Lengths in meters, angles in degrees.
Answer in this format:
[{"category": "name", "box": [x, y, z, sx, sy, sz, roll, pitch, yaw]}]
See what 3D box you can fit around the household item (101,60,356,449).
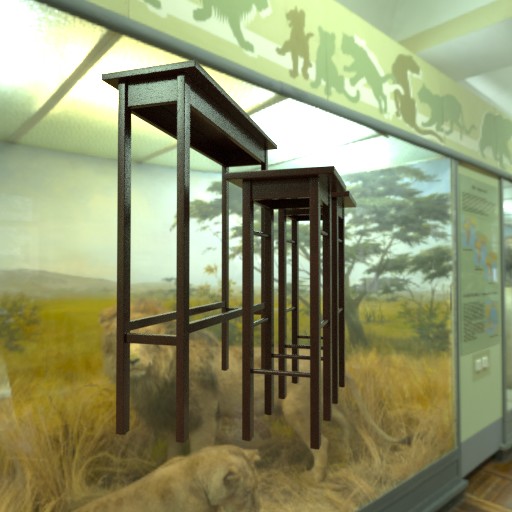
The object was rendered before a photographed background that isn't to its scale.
[{"category": "household item", "box": [0.000, 0.000, 1.639, 0.676, 1.067, 0.914, 0, -1, 17]}]
